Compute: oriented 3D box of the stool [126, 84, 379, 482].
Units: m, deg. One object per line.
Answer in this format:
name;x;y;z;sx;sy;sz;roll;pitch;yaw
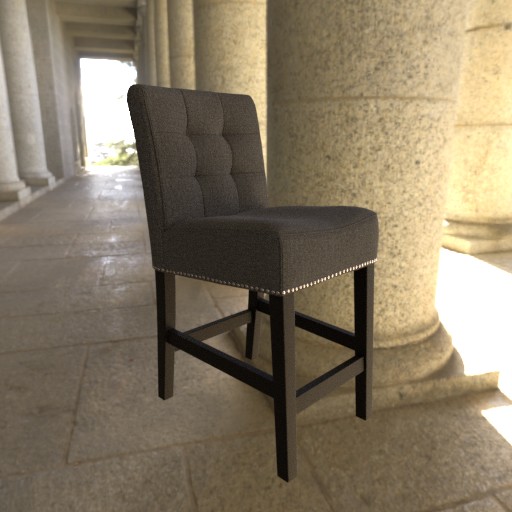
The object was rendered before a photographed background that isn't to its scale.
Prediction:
stool;0.000;0.000;1.201;0.427;0.885;0.571;-14;20;-43
